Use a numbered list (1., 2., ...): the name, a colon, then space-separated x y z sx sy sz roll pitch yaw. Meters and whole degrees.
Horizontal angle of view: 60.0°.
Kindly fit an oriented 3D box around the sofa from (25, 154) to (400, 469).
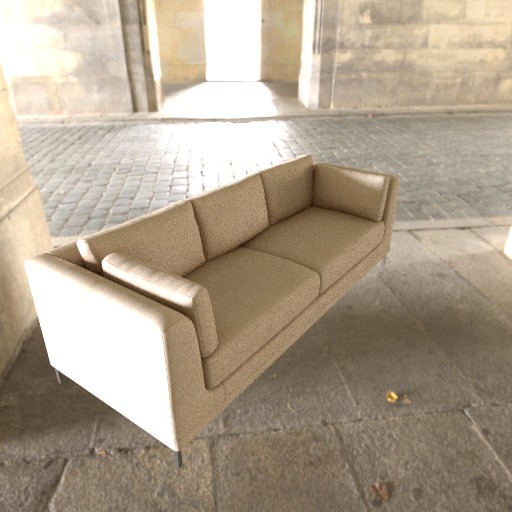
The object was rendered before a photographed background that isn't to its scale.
1. sofa: 0.000 0.000 2.851 0.969 0.867 2.415 18 32 32
